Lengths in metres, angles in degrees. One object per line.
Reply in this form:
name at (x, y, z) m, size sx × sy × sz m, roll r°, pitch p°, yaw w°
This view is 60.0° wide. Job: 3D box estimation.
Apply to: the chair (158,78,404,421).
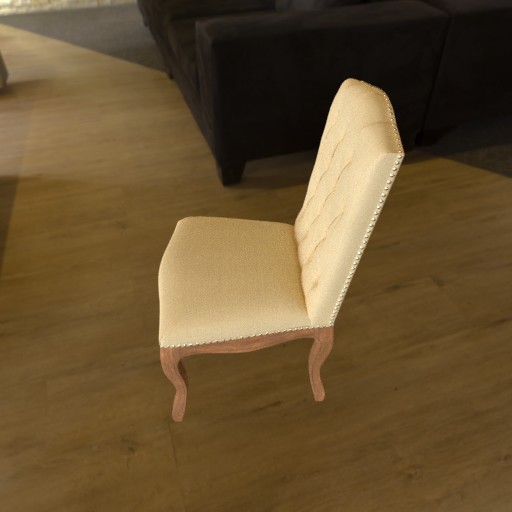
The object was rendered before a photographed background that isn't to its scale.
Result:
chair at (0.000, 0.000, 1.570) m, size 0.715 × 1.165 × 0.623 m, roll -1°, pitch 42°, yaw -1°
